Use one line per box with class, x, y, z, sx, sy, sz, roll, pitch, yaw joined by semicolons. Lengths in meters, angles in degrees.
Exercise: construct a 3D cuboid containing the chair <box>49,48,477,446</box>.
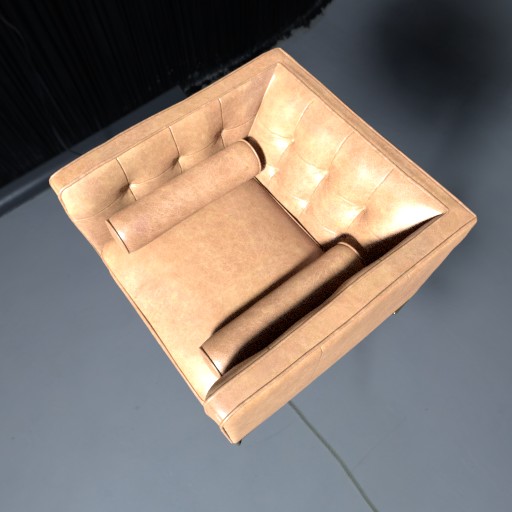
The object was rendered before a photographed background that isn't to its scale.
chair;0.000;0.000;1.617;0.912;0.797;0.920;-35;69;-16
